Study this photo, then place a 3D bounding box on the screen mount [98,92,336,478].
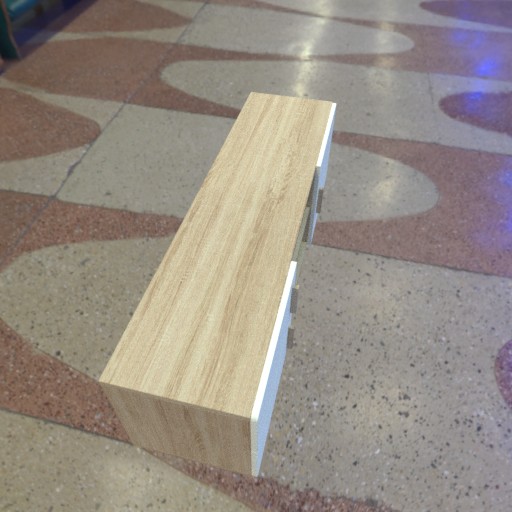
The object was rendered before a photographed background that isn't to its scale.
[{"bbox_3d":[0.000,0.000,1.747,0.420,0.570,1.500,10,48,9],"label":"screen mount"}]
